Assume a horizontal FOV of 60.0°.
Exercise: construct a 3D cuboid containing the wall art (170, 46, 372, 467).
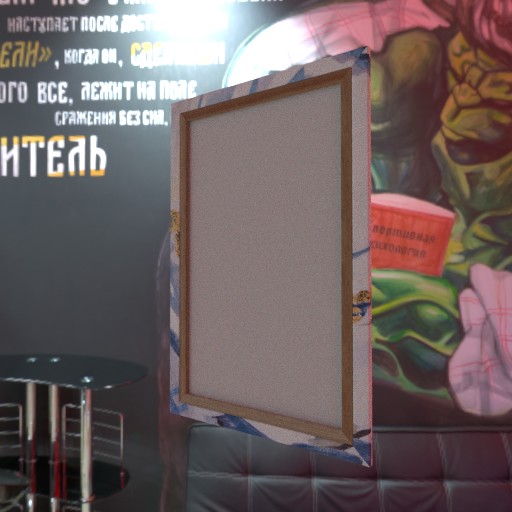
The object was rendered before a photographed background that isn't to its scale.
[{"bbox_3d":[0.000,0.000,1.139,0.610,0.914,0.016,-1,-1,35],"label":"wall art"}]
